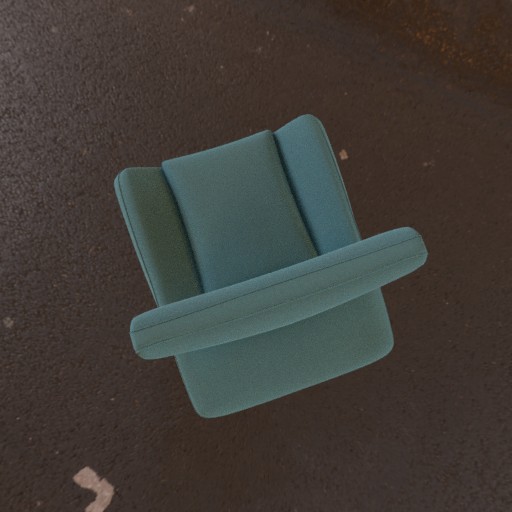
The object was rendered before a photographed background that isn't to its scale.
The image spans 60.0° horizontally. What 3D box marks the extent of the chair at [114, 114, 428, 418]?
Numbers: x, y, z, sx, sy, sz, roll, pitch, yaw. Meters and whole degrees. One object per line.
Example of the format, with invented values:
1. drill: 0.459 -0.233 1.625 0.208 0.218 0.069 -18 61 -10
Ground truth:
1. chair: 0.000 0.000 1.643 0.859 0.855 1.008 -18 75 -5
